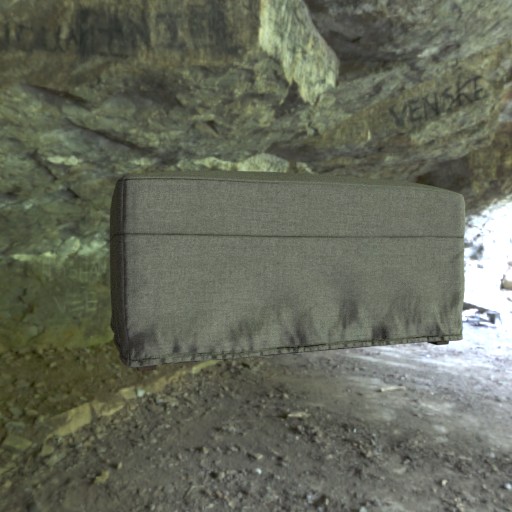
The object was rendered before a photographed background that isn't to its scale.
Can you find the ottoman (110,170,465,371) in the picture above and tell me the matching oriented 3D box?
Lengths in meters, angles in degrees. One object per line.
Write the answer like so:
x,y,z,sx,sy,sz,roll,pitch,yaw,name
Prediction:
0.000,0.000,1.344,0.840,0.436,0.843,0,1,-19,ottoman
